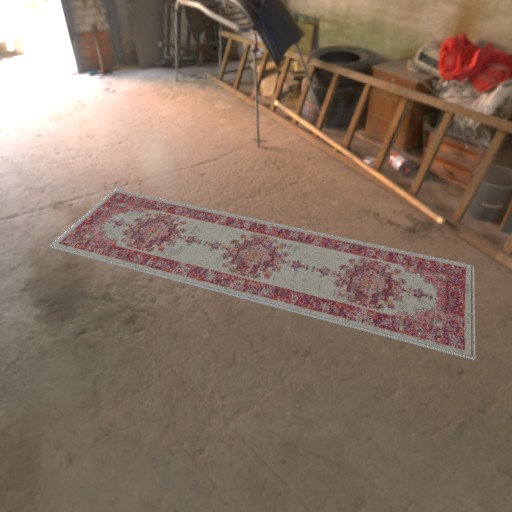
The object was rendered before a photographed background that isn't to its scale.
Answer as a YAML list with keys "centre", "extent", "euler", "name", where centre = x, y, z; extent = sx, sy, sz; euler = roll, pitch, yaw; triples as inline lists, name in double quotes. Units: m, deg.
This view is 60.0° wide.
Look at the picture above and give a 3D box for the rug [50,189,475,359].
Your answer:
- centre: [0.000, 0.000, 2.484]
  extent: [2.294, 0.011, 0.666]
  euler: [13, 42, 15]
  name: "rug"
